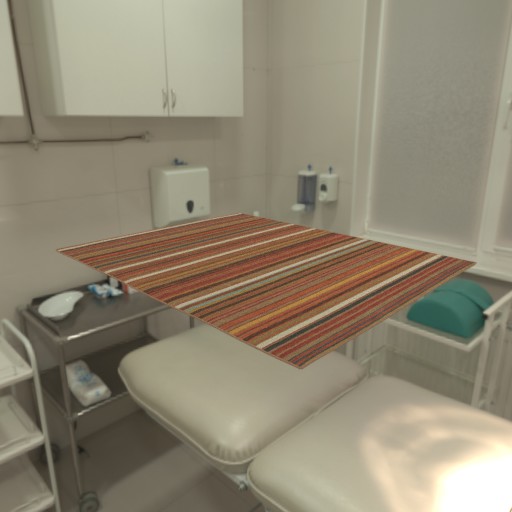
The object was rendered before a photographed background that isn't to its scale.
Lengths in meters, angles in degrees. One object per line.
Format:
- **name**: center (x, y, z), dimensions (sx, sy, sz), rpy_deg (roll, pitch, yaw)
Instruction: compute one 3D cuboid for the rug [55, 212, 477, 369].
- **rug**: center (0.000, 0.000, 4.123), dimensions (3.092, 0.023, 2.479), rpy_deg (16, 24, 42)
